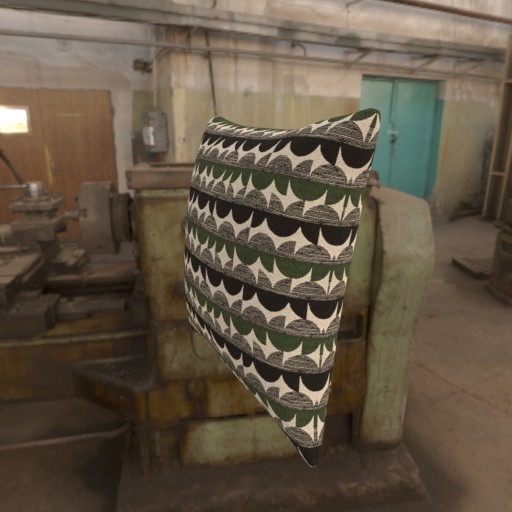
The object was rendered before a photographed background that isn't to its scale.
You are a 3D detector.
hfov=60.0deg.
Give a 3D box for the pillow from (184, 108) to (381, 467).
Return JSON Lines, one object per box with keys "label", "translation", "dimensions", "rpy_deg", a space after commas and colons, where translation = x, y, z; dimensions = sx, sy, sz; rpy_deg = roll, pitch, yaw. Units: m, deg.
{"label": "pillow", "translation": [0.000, 0.000, 0.656], "dimensions": [0.180, 0.404, 0.419], "rpy_deg": [-8, 18, -26]}
